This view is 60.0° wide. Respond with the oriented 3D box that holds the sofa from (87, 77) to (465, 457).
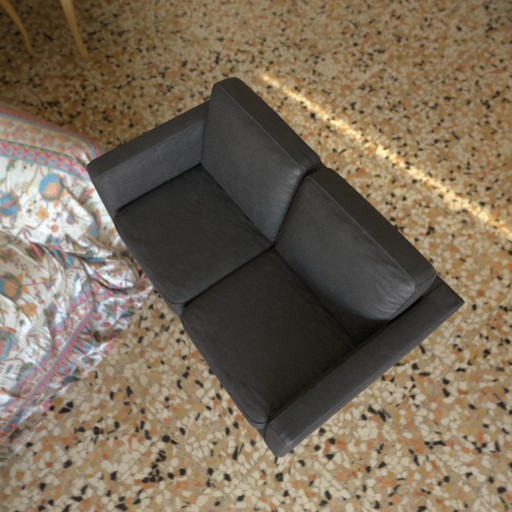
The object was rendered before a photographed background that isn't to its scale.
[{"bbox_3d":[0.000,0.000,1.985,0.879,0.899,1.430,-33,67,-16],"label":"sofa"}]
